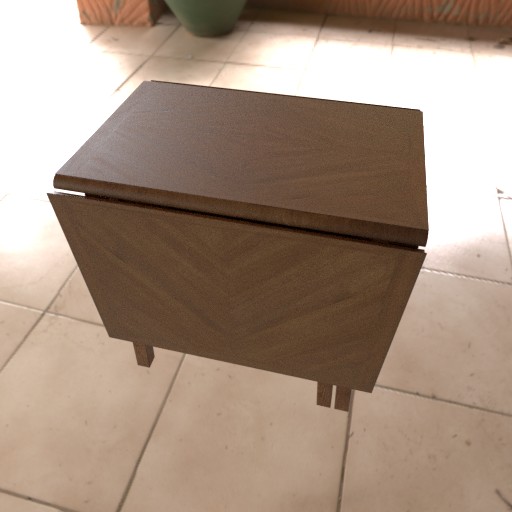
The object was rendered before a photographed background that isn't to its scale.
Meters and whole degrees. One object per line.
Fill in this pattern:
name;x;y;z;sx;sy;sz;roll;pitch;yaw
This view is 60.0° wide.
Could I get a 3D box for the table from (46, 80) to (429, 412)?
table;0.000;0.000;1.658;0.967;0.981;0.701;10;46;9
